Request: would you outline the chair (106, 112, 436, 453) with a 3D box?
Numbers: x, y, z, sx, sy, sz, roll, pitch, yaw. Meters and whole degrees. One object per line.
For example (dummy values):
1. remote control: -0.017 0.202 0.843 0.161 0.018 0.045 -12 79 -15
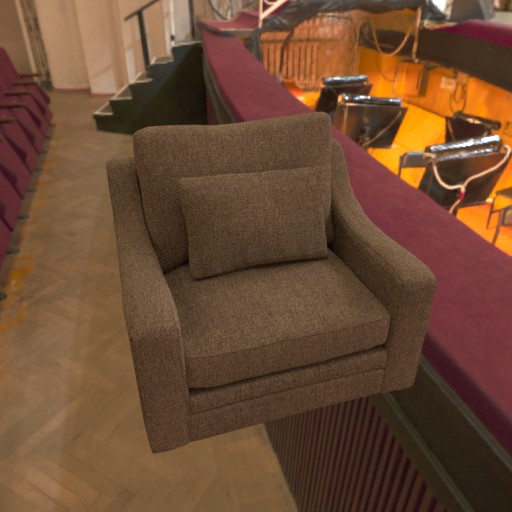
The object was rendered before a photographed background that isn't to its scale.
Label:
1. chair: 0.000 0.000 1.918 1.138 1.037 1.009 -9 33 -14
